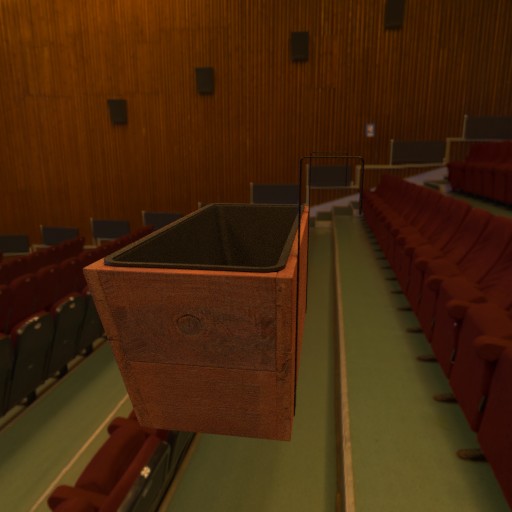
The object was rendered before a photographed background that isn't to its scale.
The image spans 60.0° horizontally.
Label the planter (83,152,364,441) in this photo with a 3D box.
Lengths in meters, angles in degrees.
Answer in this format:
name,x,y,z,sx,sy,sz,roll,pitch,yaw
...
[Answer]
name,x,y,z,sx,sy,sz,roll,pitch,yaw
planter,0.000,0.000,0.641,0.262,0.289,0.480,2,14,8
